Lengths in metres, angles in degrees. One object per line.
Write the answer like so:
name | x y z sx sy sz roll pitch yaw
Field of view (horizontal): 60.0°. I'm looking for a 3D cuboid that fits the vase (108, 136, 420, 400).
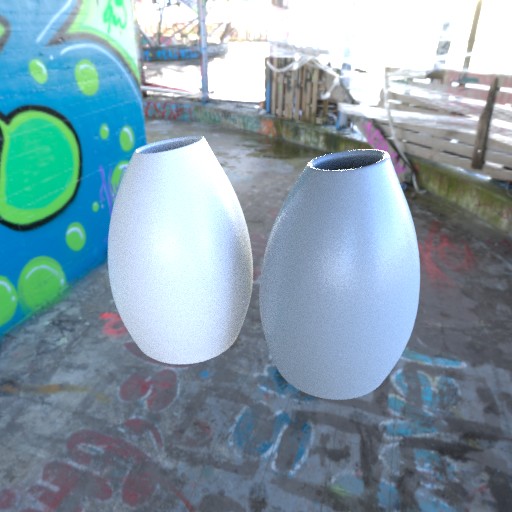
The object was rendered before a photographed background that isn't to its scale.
vase | 0.000 0.000 0.261 0.187 0.131 0.089 8 30 15
